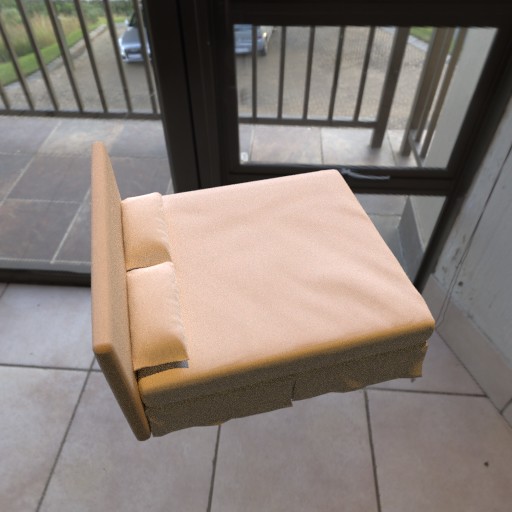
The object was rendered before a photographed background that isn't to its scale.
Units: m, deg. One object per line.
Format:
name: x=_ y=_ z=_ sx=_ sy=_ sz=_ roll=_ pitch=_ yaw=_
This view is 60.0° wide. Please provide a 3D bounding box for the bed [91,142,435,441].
bed: x=0.000 y=0.000 z=3.631 sx=2.319 sy=1.317 sz=2.119 roll=-11 pitch=47 yaw=-10
